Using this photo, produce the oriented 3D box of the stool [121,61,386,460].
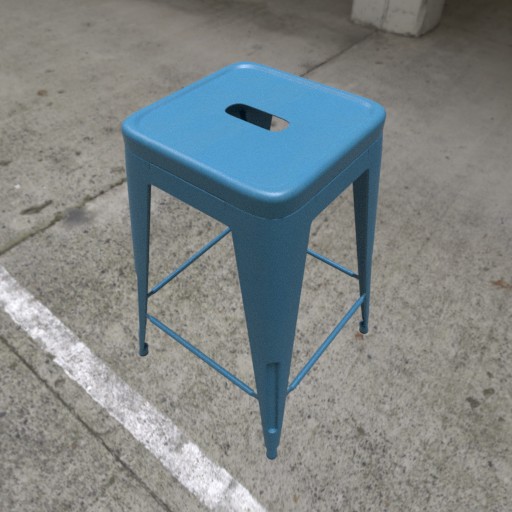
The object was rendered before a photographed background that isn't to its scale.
[{"bbox_3d":[0.000,0.000,0.880,0.410,0.608,0.410,29,53,26],"label":"stool"}]
